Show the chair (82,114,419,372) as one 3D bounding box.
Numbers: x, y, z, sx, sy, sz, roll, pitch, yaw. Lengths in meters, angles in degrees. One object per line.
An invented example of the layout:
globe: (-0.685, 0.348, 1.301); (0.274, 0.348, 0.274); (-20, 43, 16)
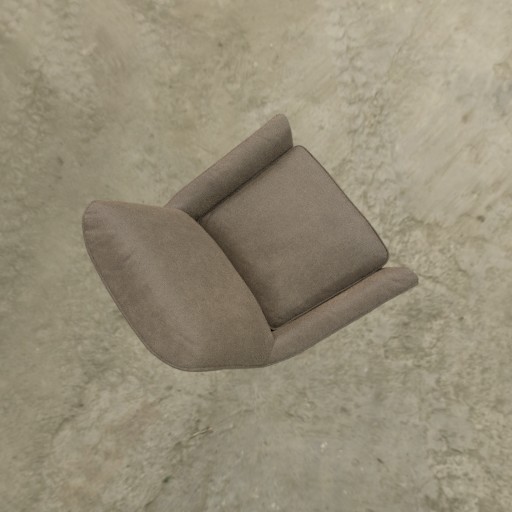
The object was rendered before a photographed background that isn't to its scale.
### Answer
chair: (0.000, 0.000, 1.523); (0.824, 0.888, 0.787); (-34, 76, -9)
